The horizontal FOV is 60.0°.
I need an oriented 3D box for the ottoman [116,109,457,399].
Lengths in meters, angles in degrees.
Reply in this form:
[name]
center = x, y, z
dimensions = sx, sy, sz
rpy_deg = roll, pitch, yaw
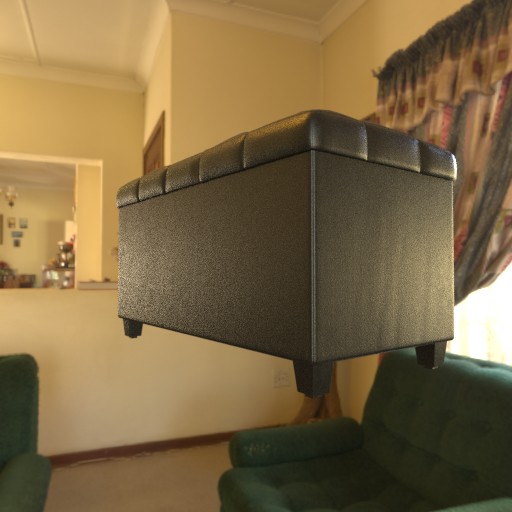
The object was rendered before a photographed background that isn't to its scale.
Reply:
[ottoman]
center = 0.000, 0.000, 1.112
dimensions = 0.432, 0.470, 0.838
rpy_deg = 1, -2, -37
